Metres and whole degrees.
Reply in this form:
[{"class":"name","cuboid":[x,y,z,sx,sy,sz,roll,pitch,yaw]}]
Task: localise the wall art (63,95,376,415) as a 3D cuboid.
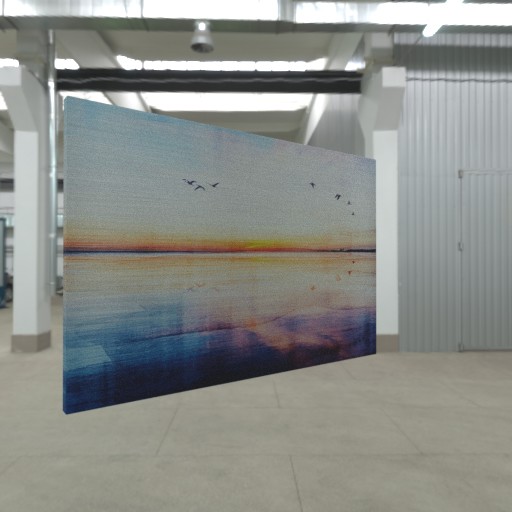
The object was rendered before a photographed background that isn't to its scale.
[{"class":"wall art","cuboid":[0.000,0.000,0.743,0.604,0.402,0.018,0,-1,-36]}]
